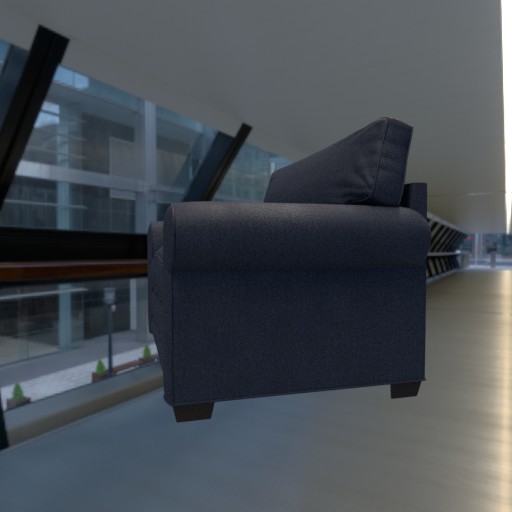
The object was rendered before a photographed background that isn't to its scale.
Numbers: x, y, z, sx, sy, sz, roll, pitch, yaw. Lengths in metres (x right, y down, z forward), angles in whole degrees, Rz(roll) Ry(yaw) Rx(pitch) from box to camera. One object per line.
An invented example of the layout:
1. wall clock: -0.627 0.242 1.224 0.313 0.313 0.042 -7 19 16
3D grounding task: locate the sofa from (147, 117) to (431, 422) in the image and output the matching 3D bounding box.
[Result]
1. sofa: 0.000 0.000 2.063 0.938 1.004 1.405 0 2 -16
